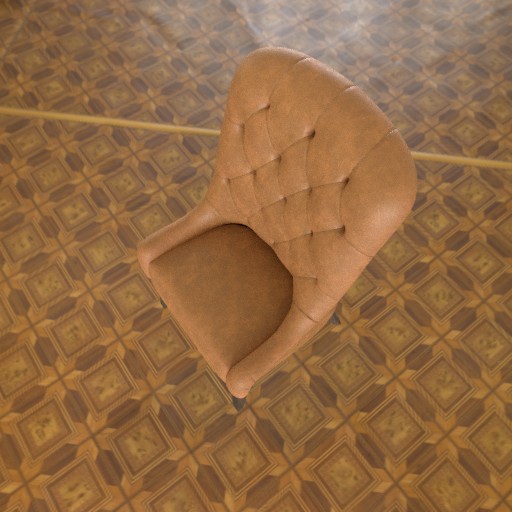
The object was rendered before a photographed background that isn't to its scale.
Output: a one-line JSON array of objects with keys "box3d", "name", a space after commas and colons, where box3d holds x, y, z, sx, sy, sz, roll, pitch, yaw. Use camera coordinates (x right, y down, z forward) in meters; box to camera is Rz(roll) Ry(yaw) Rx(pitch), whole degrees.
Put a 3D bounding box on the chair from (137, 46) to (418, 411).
[{"box3d": [0.000, 0.000, 1.455, 0.629, 1.091, 0.634, -34, 68, -16], "name": "chair"}]
